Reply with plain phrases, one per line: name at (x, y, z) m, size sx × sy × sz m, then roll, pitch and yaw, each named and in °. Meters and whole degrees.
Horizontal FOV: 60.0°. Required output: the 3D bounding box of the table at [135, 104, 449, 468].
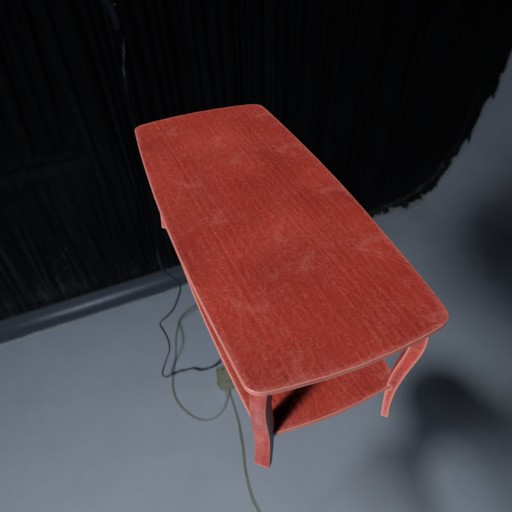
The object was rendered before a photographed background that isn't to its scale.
table at (0.000, 0.000, 1.501) m, size 0.561 × 0.473 × 1.216 m, roll -16°, pitch 47°, yaw -16°
